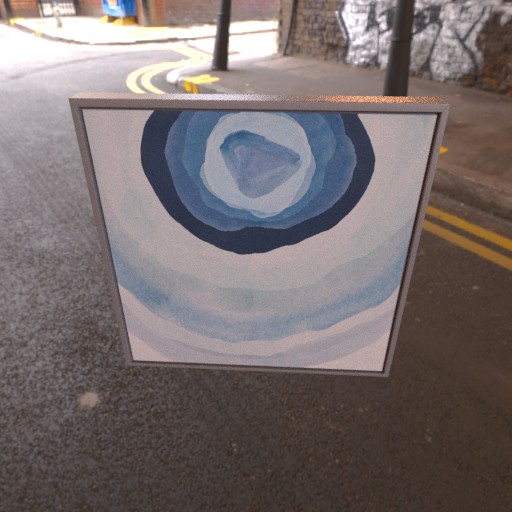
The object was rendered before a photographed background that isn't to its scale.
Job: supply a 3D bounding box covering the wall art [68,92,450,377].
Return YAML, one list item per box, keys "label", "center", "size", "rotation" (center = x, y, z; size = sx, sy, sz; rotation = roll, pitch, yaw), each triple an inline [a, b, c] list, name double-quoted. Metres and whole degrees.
- label: "wall art"
  center: [0.000, 0.000, 0.506]
  size: [0.349, 0.349, 0.028]
  rotation: [2, 32, 3]
